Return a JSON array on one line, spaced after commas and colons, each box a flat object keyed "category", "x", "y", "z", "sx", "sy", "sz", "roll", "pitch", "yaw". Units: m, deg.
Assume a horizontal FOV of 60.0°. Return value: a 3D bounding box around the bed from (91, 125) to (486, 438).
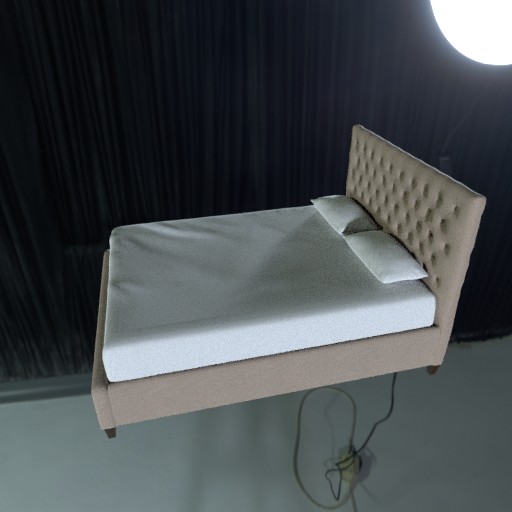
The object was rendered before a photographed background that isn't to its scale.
[{"category": "bed", "x": 0.000, "y": 0.000, "z": 3.359, "sx": 2.387, "sy": 1.427, "sz": 1.698, "roll": -7, "pitch": 32, "yaw": -12}]
